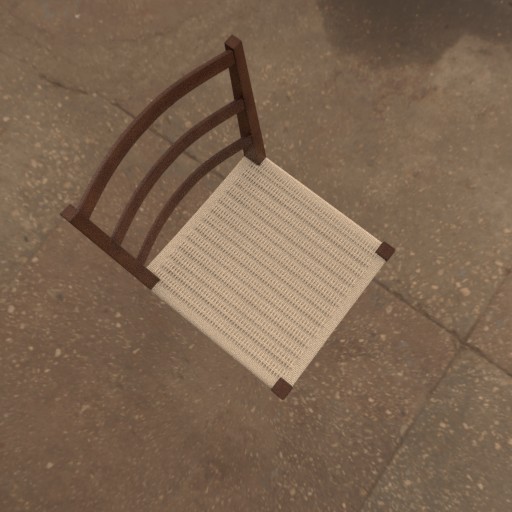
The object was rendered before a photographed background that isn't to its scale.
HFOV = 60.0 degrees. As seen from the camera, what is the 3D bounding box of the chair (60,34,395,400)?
[{"bbox_3d":[0.000,0.000,1.156,0.551,0.813,0.480,38,79,9],"label":"chair"}]
